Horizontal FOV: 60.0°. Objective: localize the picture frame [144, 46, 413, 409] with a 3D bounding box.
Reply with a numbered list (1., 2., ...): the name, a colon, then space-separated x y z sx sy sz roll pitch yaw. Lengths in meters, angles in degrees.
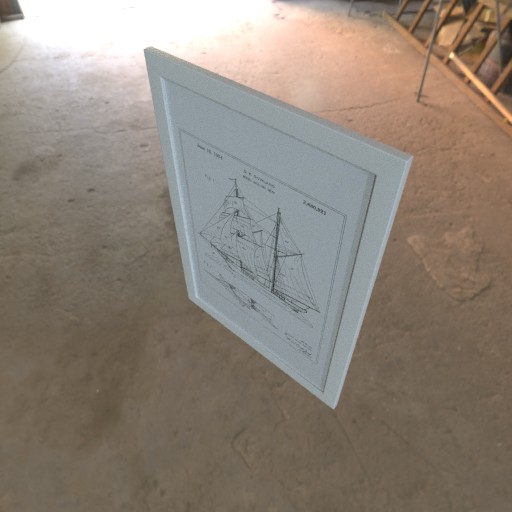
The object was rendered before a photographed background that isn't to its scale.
1. picture frame: 0.000 0.000 0.690 0.381 0.534 0.012 33 55 27
